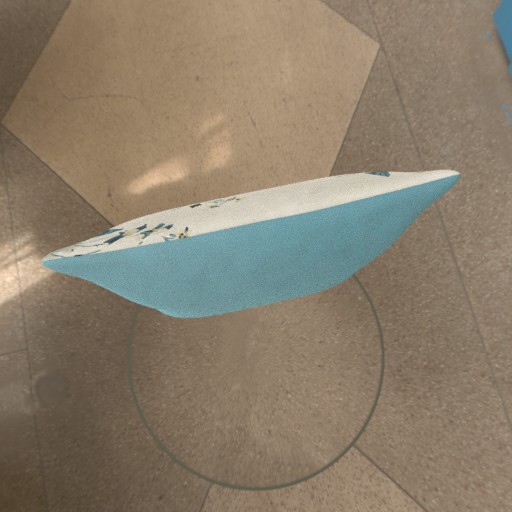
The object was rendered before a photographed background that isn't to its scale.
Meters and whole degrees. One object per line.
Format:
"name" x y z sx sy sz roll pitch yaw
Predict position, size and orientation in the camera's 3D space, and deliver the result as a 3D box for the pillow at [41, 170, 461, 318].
"pillow" 0.000 0.000 0.785 0.526 0.507 0.166 -12 78 -3
